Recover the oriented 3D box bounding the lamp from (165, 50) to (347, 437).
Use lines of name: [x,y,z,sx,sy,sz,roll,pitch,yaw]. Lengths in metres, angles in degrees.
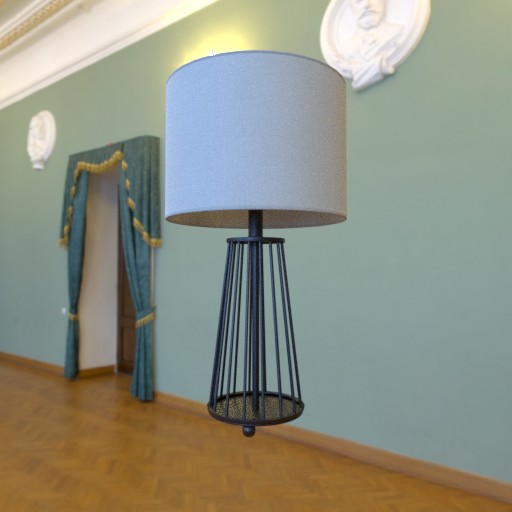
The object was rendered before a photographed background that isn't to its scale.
lamp: [0.000,0.000,0.799,0.322,0.593,0.322,-1,-2,36]
